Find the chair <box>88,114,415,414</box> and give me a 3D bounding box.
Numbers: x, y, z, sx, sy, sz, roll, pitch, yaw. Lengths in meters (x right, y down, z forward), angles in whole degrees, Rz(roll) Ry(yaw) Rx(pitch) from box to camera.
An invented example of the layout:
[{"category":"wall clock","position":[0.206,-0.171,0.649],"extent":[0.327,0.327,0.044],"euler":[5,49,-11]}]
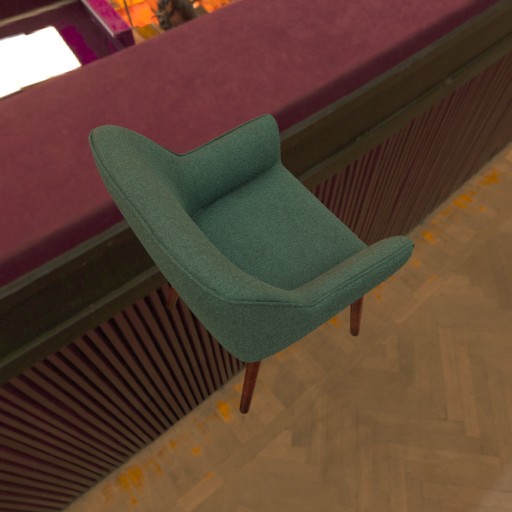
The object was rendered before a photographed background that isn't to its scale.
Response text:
[{"category":"chair","position":[0.000,0.000,1.147],"extent":[0.519,0.803,0.543],"euler":[-33,64,-18]}]
